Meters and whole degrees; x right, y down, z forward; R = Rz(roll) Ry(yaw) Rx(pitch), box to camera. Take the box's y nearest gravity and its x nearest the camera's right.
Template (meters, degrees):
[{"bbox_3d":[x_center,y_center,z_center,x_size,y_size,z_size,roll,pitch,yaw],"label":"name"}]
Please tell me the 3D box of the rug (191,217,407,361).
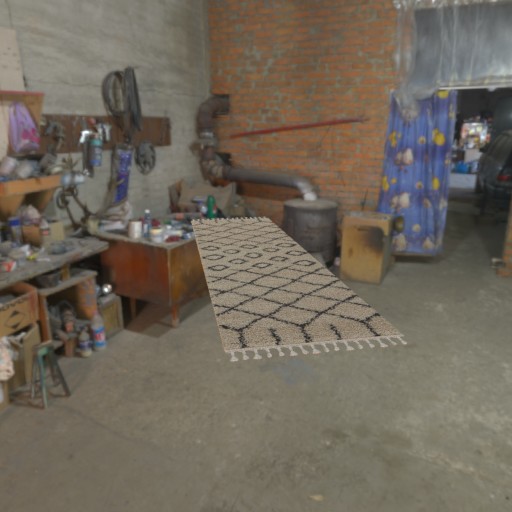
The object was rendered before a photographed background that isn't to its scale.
[{"bbox_3d":[0.000,0.000,2.668,0.660,0.005,2.464,-3,16,-10],"label":"rug"}]
